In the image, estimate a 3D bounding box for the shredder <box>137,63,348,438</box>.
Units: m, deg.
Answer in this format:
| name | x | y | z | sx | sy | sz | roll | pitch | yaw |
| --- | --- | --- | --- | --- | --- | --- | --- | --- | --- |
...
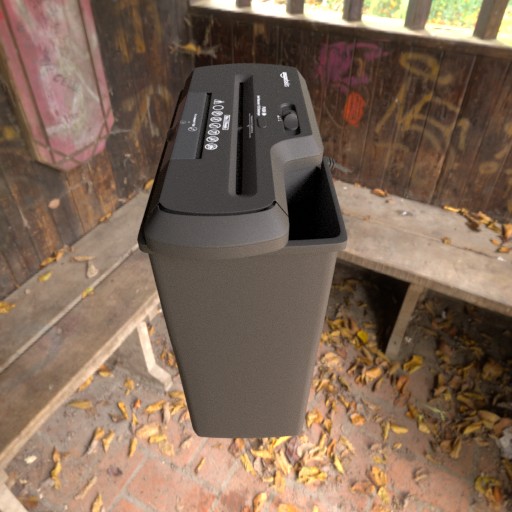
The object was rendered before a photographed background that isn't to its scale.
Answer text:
| name | x | y | z | sx | sy | sz | roll | pitch | yaw |
| --- | --- | --- | --- | --- | --- | --- | --- | --- | --- |
| shredder | 0.000 | 0.000 | 0.504 | 0.170 | 0.335 | 0.320 | -1 | 41 | -1 |
